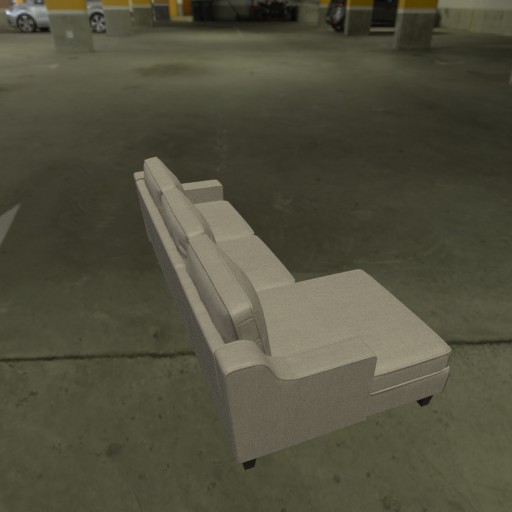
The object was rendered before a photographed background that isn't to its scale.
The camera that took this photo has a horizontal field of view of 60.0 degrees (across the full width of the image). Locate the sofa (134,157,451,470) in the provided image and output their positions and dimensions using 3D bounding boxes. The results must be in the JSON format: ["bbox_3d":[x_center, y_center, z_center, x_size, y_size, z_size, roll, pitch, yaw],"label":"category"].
[{"bbox_3d":[0.000,0.000,3.150,1.294,0.928,2.561,-11,32,-19],"label":"sofa"}]
